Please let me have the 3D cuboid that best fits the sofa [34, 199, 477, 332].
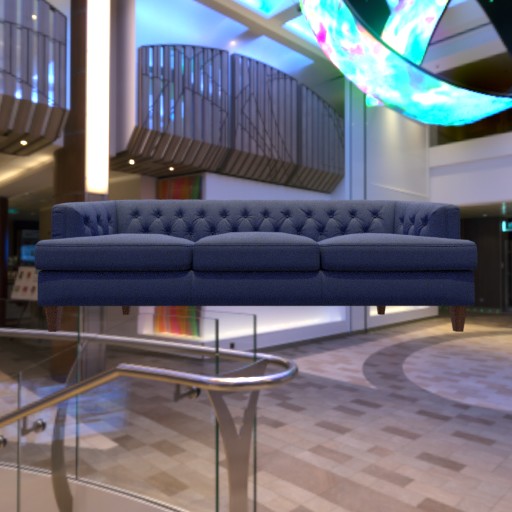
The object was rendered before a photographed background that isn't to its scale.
[{"bbox_3d":[0.000,0.000,2.665,2.235,0.787,0.914,0,-1,0],"label":"sofa"}]
